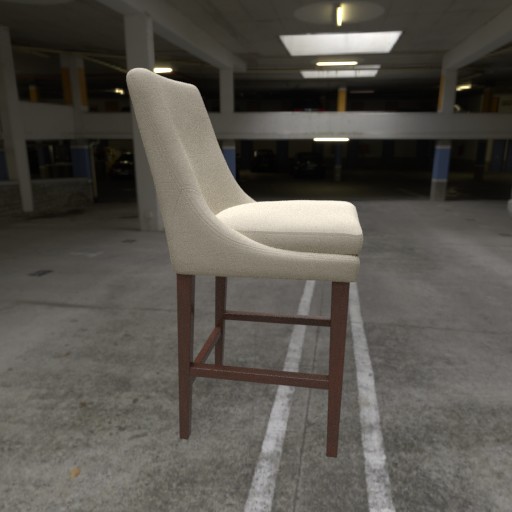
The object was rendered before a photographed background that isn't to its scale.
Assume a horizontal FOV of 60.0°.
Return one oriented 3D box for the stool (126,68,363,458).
[{"bbox_3d":[0.000,0.000,1.293,0.577,0.981,0.470,3,16,9],"label":"stool"}]
